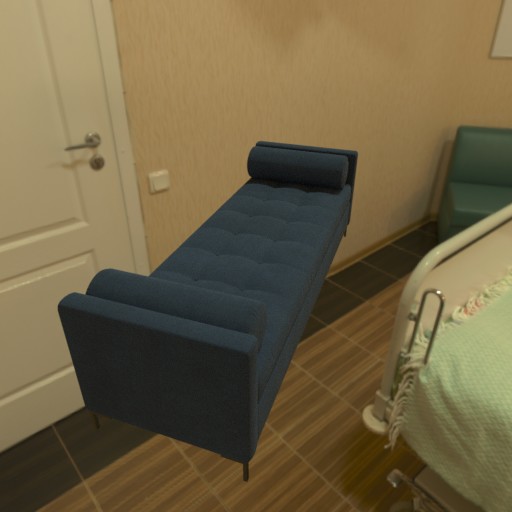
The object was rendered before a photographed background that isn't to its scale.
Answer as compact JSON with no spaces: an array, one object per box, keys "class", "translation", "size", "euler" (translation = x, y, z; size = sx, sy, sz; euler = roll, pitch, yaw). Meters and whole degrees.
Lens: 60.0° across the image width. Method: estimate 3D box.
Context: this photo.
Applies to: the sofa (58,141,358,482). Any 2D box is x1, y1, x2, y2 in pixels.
[{"class":"sofa","translation":[0.000,0.000,2.298],"size":[0.686,0.635,1.981],"euler":[11,32,17]}]
